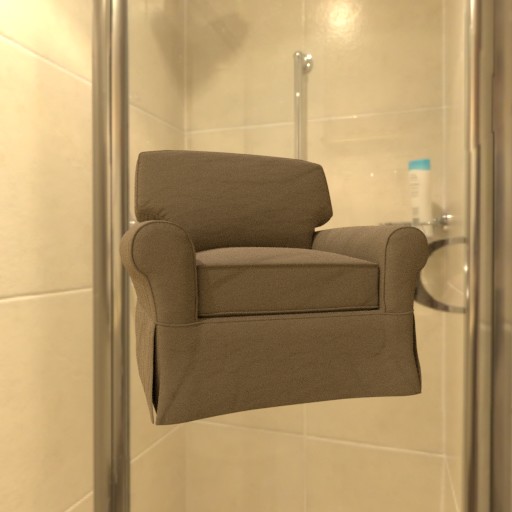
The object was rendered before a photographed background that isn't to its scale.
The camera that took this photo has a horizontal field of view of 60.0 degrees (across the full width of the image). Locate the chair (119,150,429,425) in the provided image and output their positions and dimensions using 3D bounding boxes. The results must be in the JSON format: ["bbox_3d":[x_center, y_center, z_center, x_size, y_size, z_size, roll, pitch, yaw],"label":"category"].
[{"bbox_3d":[0.000,0.000,1.934,1.135,1.017,0.988,0,0,-19],"label":"chair"}]
